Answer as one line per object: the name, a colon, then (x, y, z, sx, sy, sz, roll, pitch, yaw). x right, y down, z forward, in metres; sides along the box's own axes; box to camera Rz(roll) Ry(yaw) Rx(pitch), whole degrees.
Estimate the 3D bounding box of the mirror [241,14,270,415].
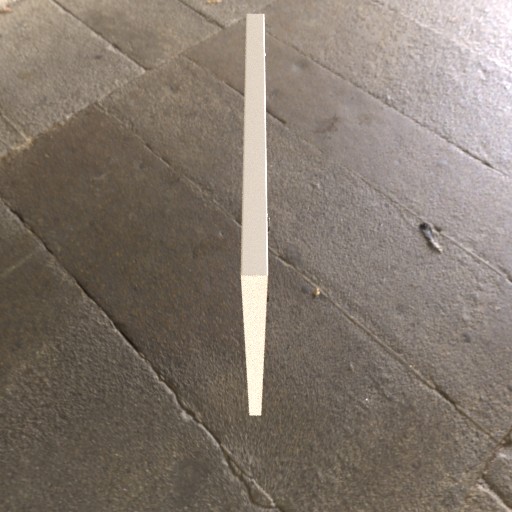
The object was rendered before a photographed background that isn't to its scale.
mirror: (0.000, 0.000, 1.144, 0.041, 0.915, 0.609, 0, 59, 0)
